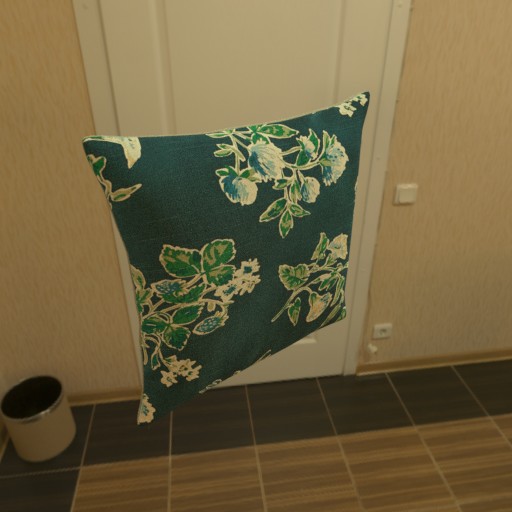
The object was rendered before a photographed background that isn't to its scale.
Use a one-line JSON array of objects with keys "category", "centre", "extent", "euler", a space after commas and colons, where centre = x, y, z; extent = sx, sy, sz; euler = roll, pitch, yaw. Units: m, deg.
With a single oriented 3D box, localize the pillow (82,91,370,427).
[{"category": "pillow", "centre": [0.000, 0.000, 0.794], "extent": [0.525, 0.508, 0.166], "euler": [-21, 36, -32]}]
